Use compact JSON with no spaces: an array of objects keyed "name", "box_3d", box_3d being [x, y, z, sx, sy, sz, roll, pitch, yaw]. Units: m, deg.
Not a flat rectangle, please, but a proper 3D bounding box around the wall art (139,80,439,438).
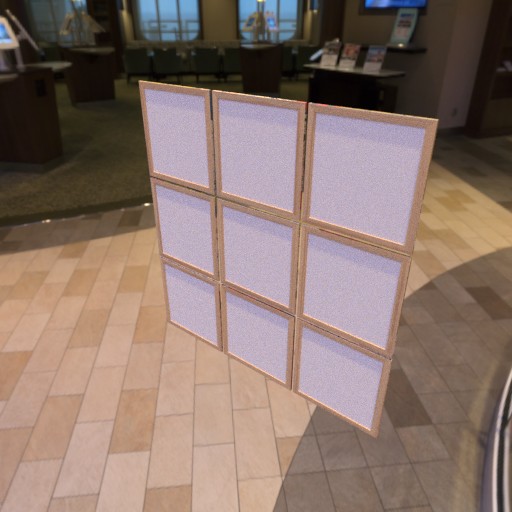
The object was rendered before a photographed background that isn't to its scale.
[{"name":"wall art","box_3d":[0.000,0.000,2.232,1.519,1.534,0.013,21,35,33]}]
